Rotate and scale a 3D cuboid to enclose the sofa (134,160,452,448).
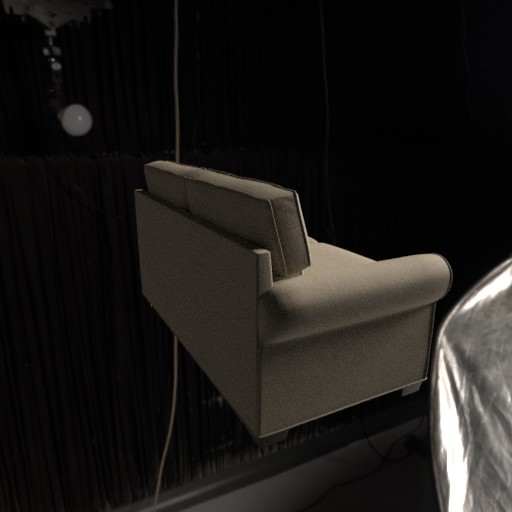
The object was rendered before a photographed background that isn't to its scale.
[{"bbox_3d":[0.000,0.000,2.331,0.861,0.933,1.774,-8,18,-27],"label":"sofa"}]
